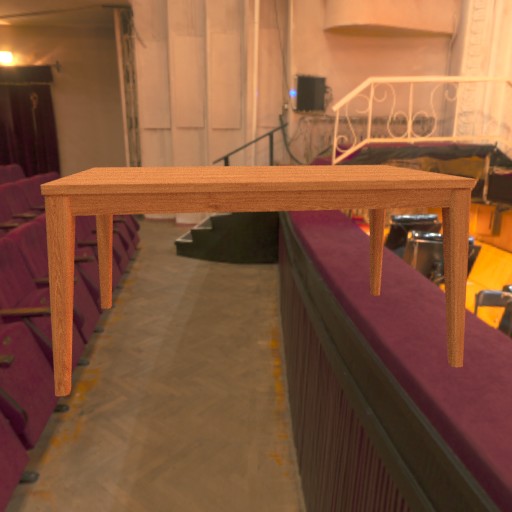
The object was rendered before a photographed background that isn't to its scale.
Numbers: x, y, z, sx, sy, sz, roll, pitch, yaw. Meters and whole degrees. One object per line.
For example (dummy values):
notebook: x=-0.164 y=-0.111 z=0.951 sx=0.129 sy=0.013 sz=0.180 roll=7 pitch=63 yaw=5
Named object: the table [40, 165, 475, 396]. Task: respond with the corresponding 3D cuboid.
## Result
table: x=0.000 y=0.000 z=2.045 sx=1.600 sy=0.760 sz=0.900 roll=-2 pitch=15 yaw=-7
